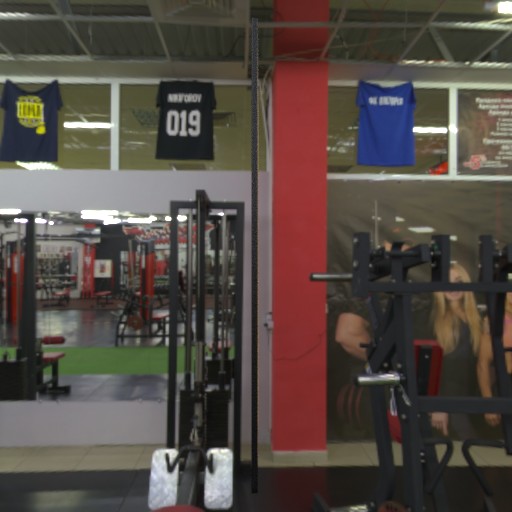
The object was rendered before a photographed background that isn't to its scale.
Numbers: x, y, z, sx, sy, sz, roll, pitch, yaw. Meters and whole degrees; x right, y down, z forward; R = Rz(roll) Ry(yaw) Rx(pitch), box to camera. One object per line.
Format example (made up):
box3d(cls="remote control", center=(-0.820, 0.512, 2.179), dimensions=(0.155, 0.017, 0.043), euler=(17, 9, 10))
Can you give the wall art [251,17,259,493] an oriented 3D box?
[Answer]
box3d(cls="wall art", center=(0.000, 0.000, 1.255), dimensions=(0.013, 0.967, 0.707), euler=(0, -1, 0))
